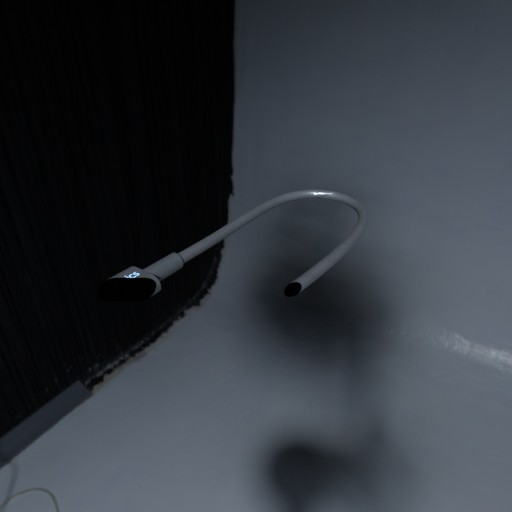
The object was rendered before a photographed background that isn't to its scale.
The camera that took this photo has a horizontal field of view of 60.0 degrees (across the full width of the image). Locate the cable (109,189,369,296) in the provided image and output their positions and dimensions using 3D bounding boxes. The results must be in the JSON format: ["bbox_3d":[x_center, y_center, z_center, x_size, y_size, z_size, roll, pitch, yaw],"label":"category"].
[{"bbox_3d":[0.000,0.000,0.113,0.041,0.005,0.098,20,35,30],"label":"cable"}]
